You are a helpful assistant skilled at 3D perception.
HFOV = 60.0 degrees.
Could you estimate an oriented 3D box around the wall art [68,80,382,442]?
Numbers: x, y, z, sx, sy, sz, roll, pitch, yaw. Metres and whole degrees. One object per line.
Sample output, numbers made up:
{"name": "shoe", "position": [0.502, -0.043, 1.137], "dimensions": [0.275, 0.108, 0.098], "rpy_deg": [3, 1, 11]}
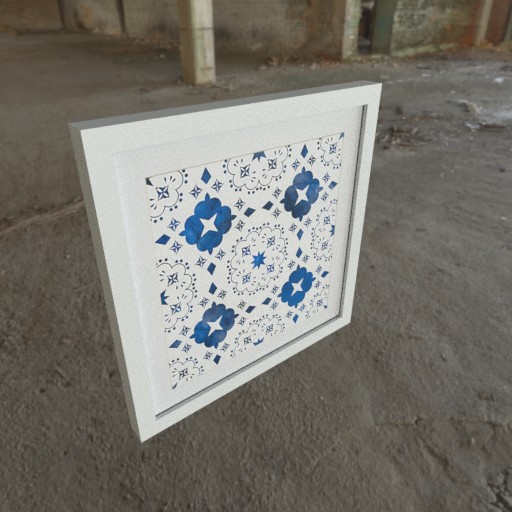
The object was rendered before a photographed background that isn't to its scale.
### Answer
{"name": "wall art", "position": [0.000, 0.000, 0.523], "dimensions": [0.355, 0.355, 0.027], "rpy_deg": [-21, 36, -32]}
